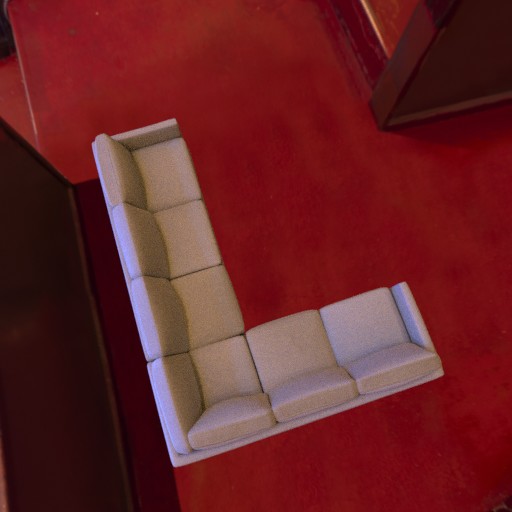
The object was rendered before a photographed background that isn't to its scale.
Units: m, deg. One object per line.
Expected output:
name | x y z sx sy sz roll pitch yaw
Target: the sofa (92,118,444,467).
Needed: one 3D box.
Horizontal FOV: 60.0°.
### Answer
sofa | 0.000 0.000 4.514 2.592 0.947 3.301 -17 76 -4
